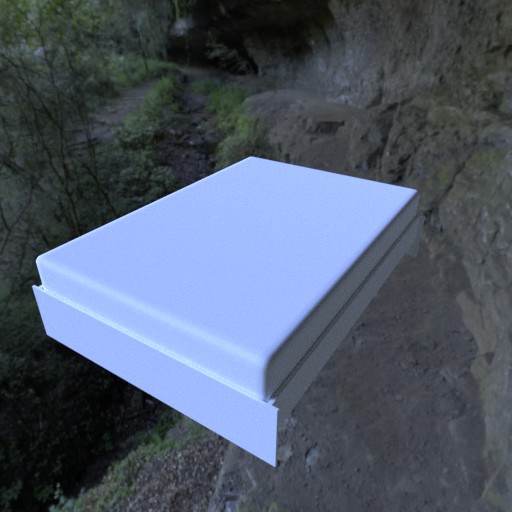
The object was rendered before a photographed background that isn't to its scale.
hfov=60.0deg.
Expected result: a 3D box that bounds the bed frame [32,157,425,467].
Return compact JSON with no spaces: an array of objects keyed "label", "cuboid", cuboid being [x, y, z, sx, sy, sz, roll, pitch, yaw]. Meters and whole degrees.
[{"label":"bed frame","cuboid":[0.000,0.000,2.647,1.445,0.497,1.945,18,35,28]}]
